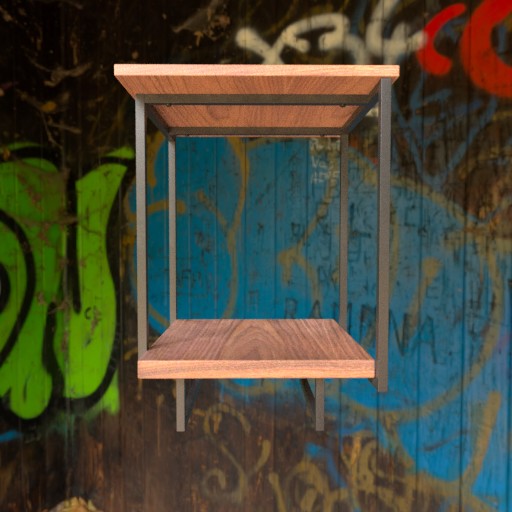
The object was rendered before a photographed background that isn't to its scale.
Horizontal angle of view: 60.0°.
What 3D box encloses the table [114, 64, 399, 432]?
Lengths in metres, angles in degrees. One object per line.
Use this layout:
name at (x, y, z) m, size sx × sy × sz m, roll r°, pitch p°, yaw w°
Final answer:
table at (0.000, 0.000, 0.840) m, size 0.411 × 0.567 × 0.384 m, roll 0°, pitch 2°, yaw -1°
